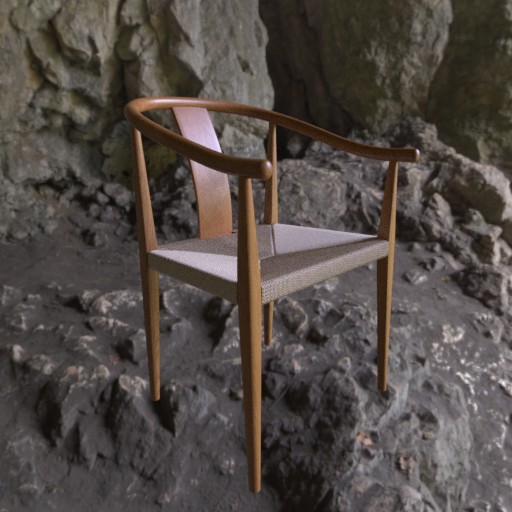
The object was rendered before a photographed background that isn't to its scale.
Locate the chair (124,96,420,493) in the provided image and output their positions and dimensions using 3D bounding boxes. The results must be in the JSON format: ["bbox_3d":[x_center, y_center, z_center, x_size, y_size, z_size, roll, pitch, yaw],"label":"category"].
[{"bbox_3d":[0.000,0.000,1.151,0.579,0.800,0.556,16,22,43],"label":"chair"}]
